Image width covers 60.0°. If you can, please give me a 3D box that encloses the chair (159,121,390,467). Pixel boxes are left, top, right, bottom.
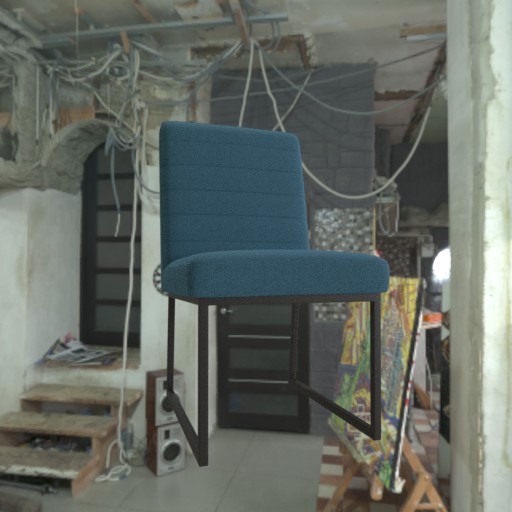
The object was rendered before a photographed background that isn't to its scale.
[{"bbox_3d":[0.000,0.000,1.328,0.520,0.930,0.634,0,-1,-19],"label":"chair"}]
